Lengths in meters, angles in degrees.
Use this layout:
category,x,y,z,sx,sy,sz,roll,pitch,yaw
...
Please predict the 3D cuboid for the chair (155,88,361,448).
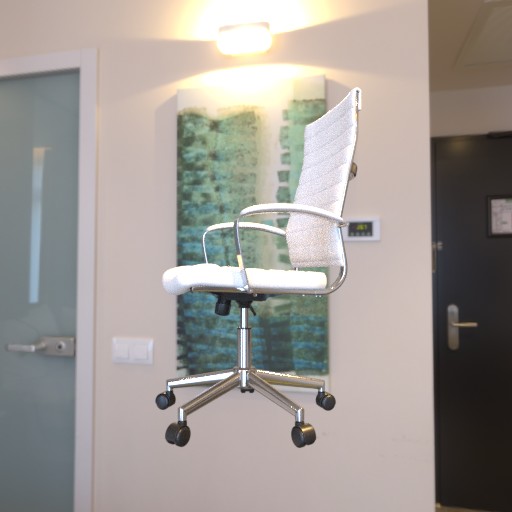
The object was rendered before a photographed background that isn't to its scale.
category,x,y,z,sx,sy,sz,roll,pitch,yaw
chair,0.000,0.000,1.613,0.679,1.149,0.679,1,-2,-17
